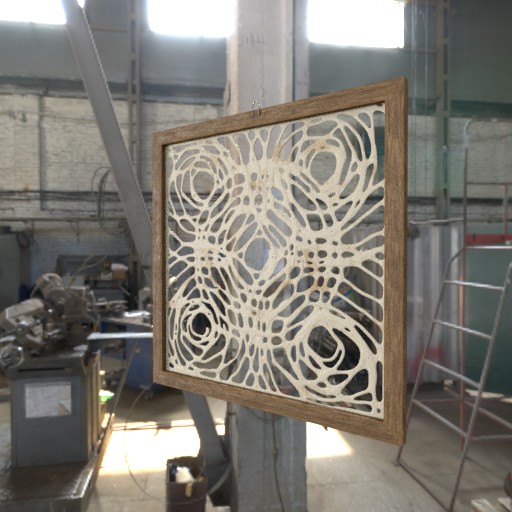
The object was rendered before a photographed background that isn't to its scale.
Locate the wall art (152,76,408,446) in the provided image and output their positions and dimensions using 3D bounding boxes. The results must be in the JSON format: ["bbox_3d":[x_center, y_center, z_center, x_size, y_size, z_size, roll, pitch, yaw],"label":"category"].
[{"bbox_3d":[0.000,0.000,0.839,0.561,0.576,0.021,1,1,36],"label":"wall art"}]
